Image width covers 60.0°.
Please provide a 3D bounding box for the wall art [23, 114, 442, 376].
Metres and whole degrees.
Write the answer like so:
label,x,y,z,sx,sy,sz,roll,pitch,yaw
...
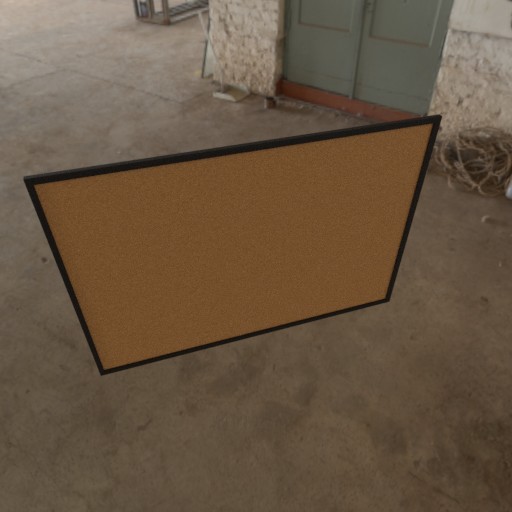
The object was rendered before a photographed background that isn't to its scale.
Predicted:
label,x,y,z,sx,sy,sz,roll,pitch,yaw
wall art,0.000,0.000,1.203,0.963,0.665,0.013,-12,42,-14
